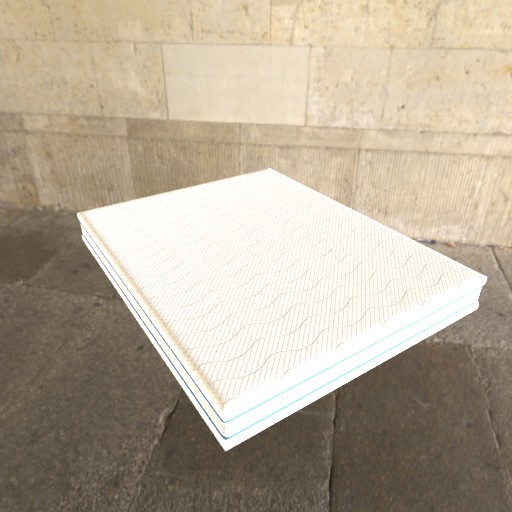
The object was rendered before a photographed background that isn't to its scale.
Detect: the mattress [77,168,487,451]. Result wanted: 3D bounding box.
[{"bbox_3d":[0.000,0.000,2.720,1.600,0.230,2.000,-19,36,-28],"label":"mattress"}]
